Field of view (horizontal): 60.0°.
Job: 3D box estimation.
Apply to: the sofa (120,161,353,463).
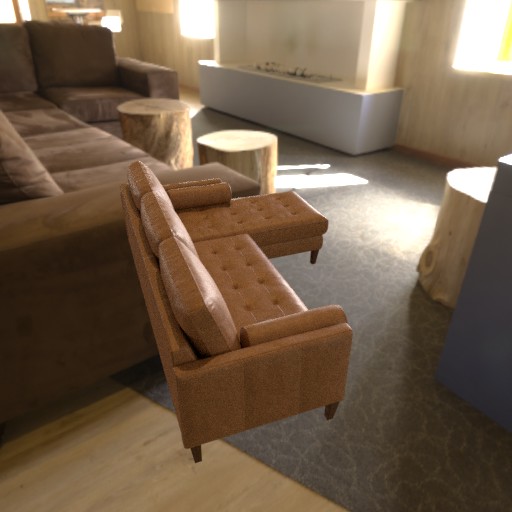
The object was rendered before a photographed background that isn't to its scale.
[{"bbox_3d":[0.000,0.000,2.965,1.506,0.876,2.178,-11,32,-18],"label":"sofa"}]
